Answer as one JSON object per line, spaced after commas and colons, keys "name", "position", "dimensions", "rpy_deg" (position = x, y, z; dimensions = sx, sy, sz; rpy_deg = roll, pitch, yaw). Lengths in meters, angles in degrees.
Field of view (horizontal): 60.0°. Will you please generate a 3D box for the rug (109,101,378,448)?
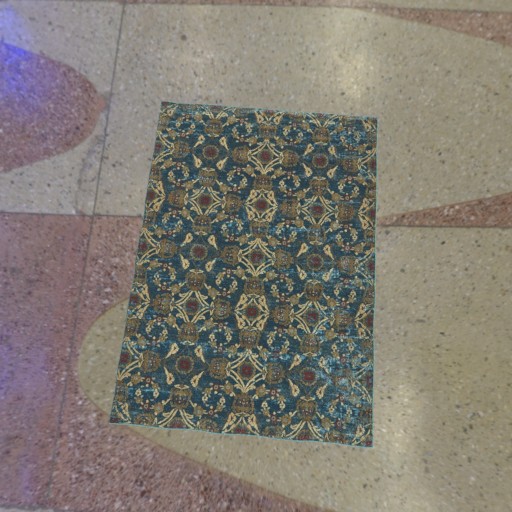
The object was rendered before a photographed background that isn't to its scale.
{"name": "rug", "position": [0.000, 0.000, 2.902], "dimensions": [1.567, 0.014, 2.207], "rpy_deg": [5, 75, 1]}
